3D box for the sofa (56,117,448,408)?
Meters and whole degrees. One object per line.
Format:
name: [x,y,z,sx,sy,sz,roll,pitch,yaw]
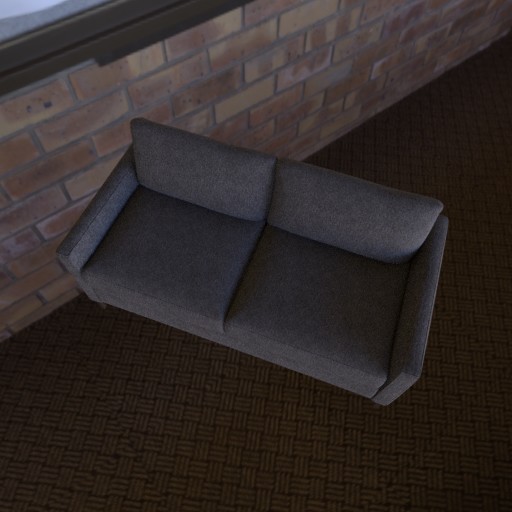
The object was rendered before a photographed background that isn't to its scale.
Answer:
sofa: [0.000,0.000,2.258,1.716,0.862,0.866,18,61,10]
